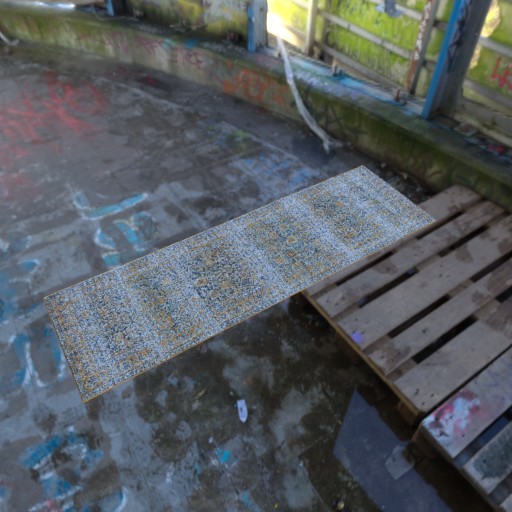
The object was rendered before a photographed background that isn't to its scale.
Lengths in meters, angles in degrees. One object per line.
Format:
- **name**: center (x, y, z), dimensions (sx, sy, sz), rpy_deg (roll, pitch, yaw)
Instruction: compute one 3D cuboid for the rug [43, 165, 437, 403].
- **rug**: center (0.000, 0.000, 2.617), dimensions (2.294, 0.014, 0.704), rpy_deg (-25, 52, -21)
